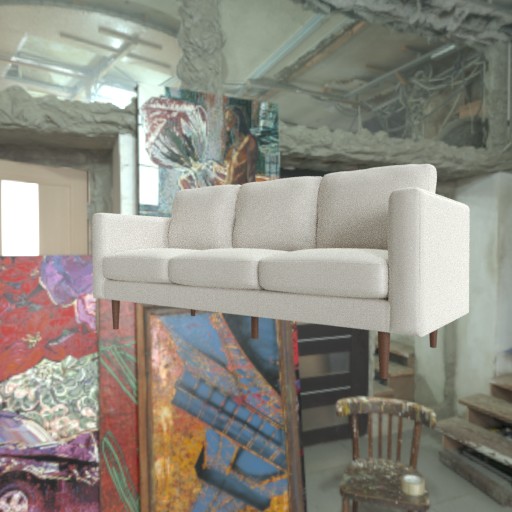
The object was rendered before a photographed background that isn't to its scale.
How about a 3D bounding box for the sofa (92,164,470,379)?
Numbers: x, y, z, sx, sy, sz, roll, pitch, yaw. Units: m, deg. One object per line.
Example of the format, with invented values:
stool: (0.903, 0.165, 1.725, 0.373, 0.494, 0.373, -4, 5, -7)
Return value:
sofa: (0.000, 0.000, 2.457, 2.029, 0.912, 0.802, 1, 1, 37)
